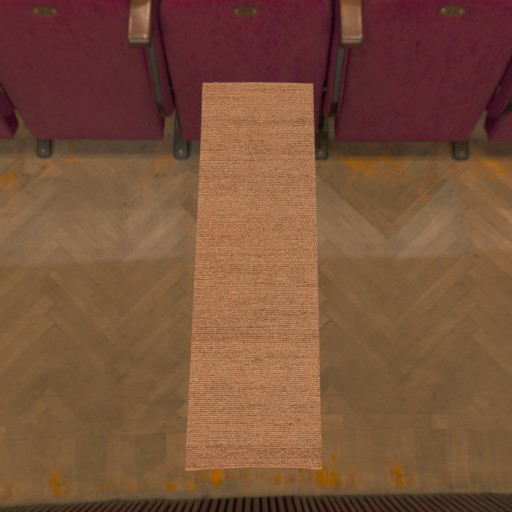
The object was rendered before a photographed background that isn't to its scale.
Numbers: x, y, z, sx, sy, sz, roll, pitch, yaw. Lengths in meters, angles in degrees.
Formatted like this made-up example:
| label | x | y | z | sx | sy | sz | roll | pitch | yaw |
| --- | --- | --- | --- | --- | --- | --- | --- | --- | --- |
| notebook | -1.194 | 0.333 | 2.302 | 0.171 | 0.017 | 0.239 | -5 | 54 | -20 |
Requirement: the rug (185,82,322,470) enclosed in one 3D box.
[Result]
| label | x | y | z | sx | sy | sz | roll | pitch | yaw |
| --- | --- | --- | --- | --- | --- | --- | --- | --- | --- |
| rug | 0.000 | 0.000 | 2.673 | 0.741 | 0.014 | 2.390 | 1 | 76 | 0 |
